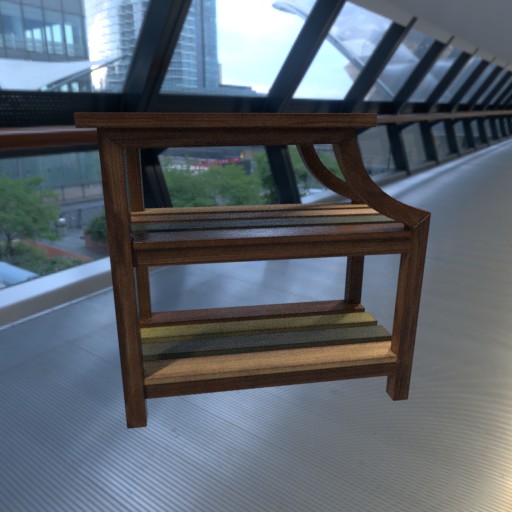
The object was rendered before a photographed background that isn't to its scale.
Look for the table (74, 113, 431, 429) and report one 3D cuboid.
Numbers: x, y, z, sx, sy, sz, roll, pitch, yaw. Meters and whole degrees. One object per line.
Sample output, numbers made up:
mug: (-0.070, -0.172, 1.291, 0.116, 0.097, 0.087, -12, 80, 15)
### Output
table: (0.000, 0.000, 0.960, 0.609, 0.584, 0.356, -3, 17, -9)
